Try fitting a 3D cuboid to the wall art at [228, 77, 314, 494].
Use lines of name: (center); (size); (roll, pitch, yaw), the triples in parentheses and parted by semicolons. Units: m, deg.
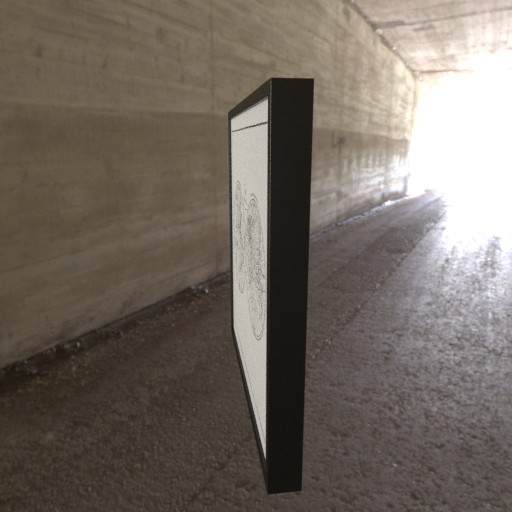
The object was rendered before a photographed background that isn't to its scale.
wall art: (0.000, 0.000, 0.481); (0.029, 0.318, 0.327); (-2, 14, -8)
